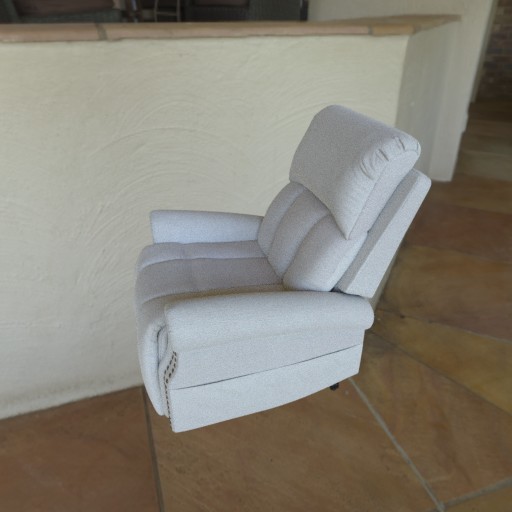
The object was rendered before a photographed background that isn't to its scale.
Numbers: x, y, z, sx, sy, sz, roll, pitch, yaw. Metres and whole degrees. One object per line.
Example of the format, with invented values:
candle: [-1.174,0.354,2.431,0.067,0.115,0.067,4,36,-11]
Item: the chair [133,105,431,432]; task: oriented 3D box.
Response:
chair: [0.000,0.000,1.752,0.979,1.031,0.871,-8,30,-14]
